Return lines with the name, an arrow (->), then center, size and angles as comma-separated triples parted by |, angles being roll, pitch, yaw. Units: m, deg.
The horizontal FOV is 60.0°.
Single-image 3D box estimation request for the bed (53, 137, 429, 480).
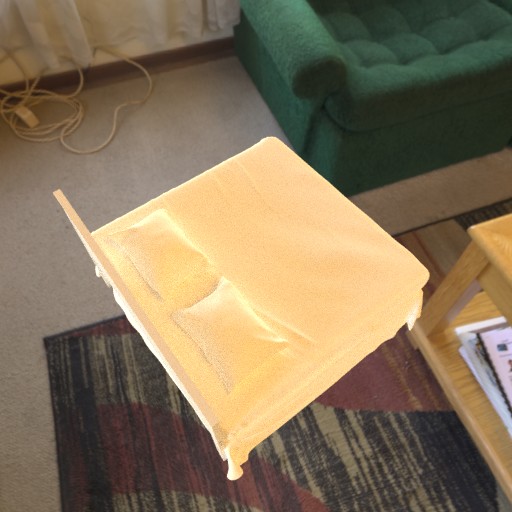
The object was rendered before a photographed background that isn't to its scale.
bed -> 0.000, 0.000, 3.606 | 2.215, 1.273, 2.317 | -33, 63, -19
